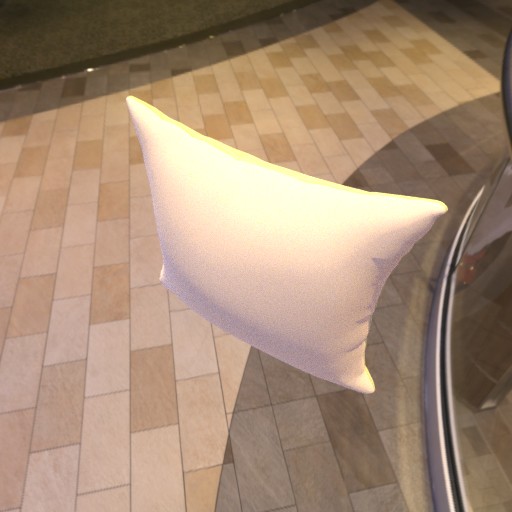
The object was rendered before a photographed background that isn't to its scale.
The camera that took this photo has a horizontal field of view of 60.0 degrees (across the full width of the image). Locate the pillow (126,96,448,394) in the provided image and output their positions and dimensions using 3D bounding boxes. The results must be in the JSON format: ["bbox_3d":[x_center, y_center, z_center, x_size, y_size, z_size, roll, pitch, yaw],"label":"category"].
[{"bbox_3d":[0.000,0.000,0.818,0.560,0.487,0.229,24,50,22],"label":"pillow"}]
